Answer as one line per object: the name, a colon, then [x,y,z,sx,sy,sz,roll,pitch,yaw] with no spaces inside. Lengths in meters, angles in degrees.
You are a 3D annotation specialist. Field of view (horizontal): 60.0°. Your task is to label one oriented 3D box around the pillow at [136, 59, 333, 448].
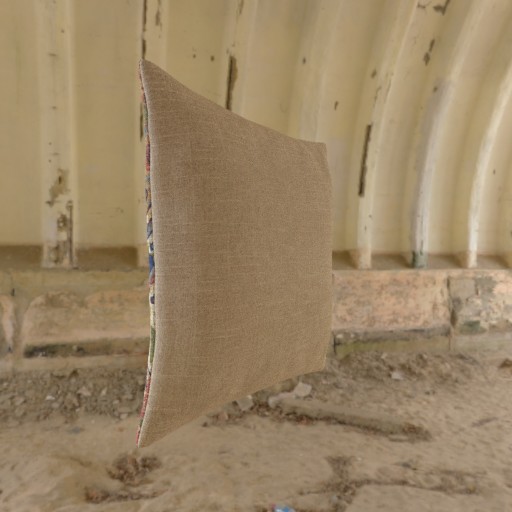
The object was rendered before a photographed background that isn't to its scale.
pillow: [0.000,0.000,0.783,0.166,0.506,0.523,0,-1,36]
